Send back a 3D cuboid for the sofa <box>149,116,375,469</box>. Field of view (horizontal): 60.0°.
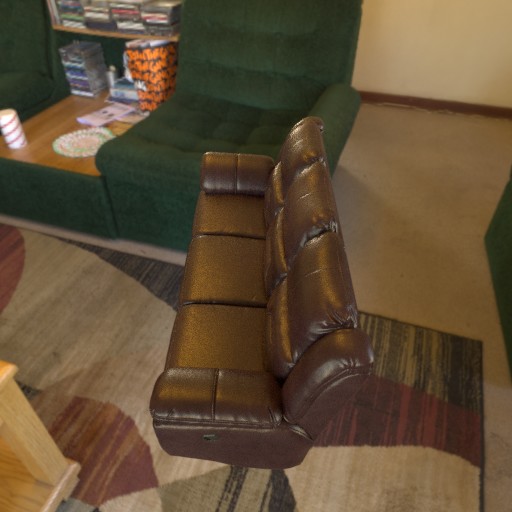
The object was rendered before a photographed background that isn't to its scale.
[{"bbox_3d":[0.000,0.000,2.837,0.991,1.043,2.337,1,42,1],"label":"sofa"}]
